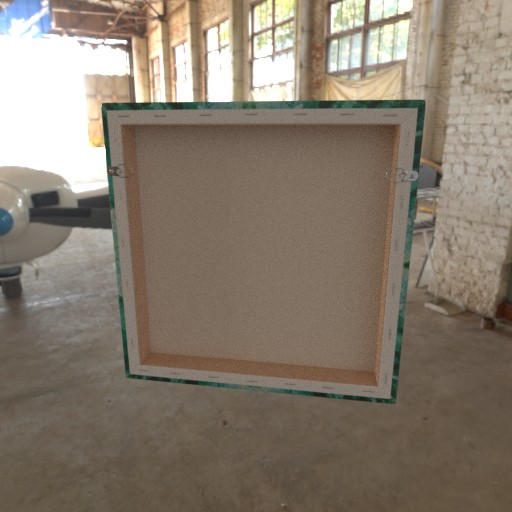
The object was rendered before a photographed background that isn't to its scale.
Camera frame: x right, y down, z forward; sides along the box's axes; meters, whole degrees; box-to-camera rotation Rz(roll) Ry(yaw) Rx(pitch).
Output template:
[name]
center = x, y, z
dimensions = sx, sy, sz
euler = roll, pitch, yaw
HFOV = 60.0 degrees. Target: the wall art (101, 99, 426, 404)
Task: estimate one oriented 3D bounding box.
[wall art]
center = 0.000, 0.000, 0.477
dimensions = 0.313, 0.313, 0.033
euler = 3, 16, 9
